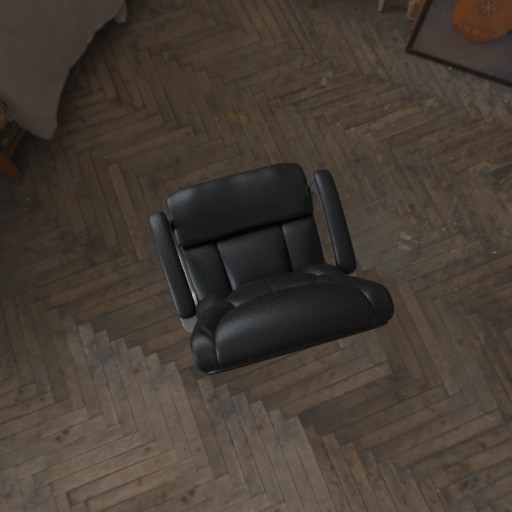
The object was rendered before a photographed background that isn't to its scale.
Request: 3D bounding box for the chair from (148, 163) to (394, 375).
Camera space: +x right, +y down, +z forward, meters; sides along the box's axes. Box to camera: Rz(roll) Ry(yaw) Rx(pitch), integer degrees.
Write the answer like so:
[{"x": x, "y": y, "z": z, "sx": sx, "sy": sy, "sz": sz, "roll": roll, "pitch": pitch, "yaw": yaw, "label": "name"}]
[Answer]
[{"x": 0.000, "y": 0.000, "z": 1.595, "sx": 0.663, "sy": 1.155, "sz": 0.739, "roll": -15, "pitch": 76, "yaw": -4, "label": "chair"}]
